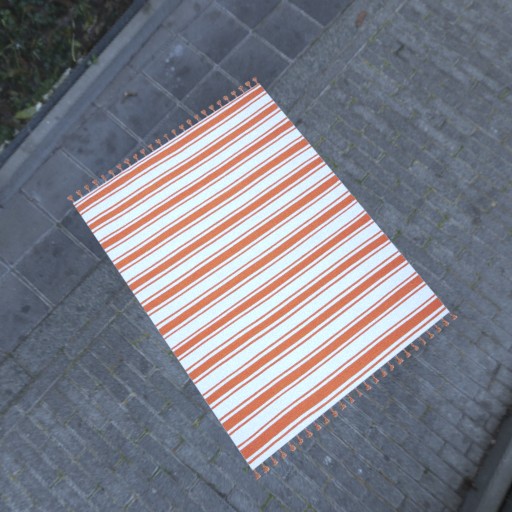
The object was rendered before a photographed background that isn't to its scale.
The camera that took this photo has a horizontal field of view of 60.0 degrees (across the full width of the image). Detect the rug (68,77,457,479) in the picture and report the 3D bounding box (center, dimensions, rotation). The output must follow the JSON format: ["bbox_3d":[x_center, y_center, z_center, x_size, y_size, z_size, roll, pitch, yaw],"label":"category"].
[{"bbox_3d":[0.000,0.000,4.496,2.451,0.035,3.369,-35,79,-8],"label":"rug"}]
